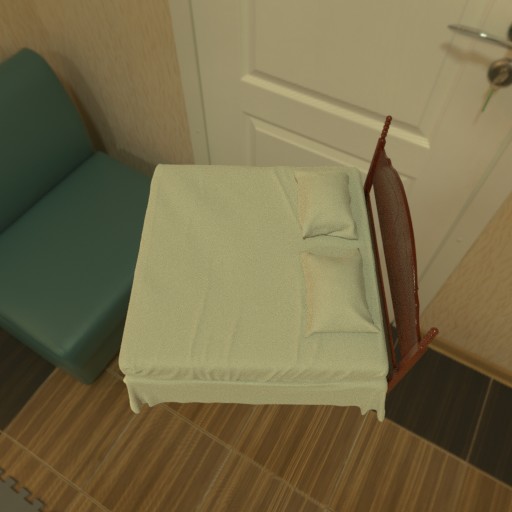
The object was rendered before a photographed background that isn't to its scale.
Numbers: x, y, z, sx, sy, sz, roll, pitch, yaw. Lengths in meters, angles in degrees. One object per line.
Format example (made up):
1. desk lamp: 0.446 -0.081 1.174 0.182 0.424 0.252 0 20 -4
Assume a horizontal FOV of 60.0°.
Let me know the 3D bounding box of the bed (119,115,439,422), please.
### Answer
1. bed: 0.000 0.000 3.675 2.219 1.355 2.322 1 57 1
